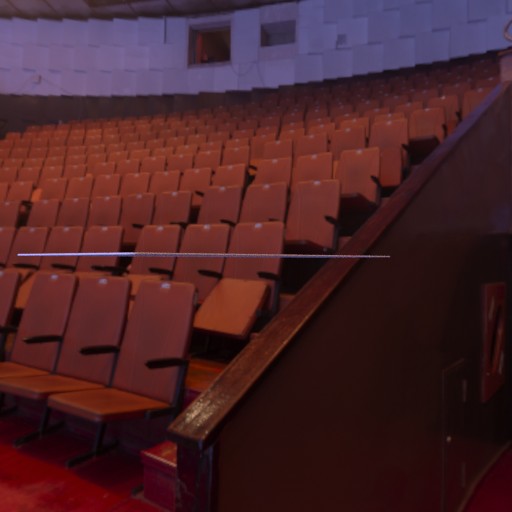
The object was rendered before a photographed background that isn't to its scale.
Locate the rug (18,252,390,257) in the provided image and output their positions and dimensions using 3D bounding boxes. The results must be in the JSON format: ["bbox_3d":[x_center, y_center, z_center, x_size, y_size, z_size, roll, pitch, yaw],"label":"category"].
[{"bbox_3d":[0.000,0.000,2.665,0.806,0.006,2.431,0,0,36],"label":"rug"}]
